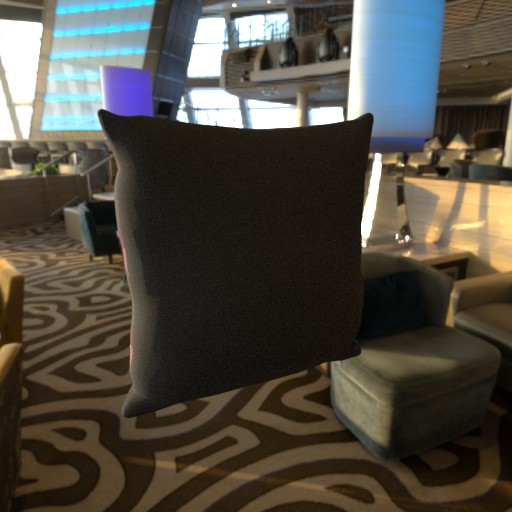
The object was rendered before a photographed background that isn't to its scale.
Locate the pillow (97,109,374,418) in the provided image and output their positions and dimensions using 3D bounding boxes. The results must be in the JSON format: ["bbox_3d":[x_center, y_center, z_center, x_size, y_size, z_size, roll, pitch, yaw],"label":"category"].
[{"bbox_3d":[0.000,0.000,0.787,0.503,0.496,0.208,-7,16,-26],"label":"pillow"}]
